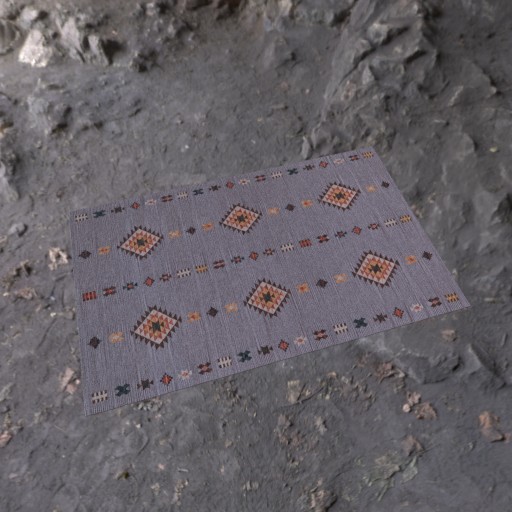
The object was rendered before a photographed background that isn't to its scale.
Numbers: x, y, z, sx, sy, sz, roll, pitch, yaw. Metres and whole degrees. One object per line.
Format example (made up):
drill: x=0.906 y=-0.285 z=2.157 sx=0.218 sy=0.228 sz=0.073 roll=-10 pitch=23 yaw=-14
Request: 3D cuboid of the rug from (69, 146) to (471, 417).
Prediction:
rug: x=0.000 y=0.000 z=3.050 sx=2.427 sy=0.007 sz=1.515 roll=-14 pitch=58 yaw=-9
